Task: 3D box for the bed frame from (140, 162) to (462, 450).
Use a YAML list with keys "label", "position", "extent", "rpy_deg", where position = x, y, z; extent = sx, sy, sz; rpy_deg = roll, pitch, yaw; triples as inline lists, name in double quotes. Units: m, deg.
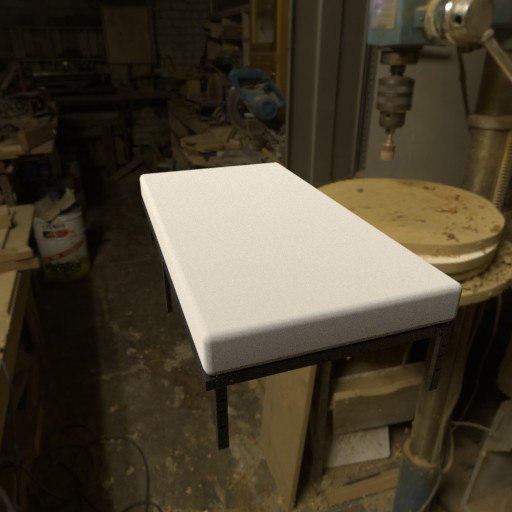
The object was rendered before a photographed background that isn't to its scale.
- label: "bed frame"
  position: [0.000, 0.000, 3.310]
  extent: [1.393, 0.680, 2.635]
  rpy_deg: [-9, 28, -17]
